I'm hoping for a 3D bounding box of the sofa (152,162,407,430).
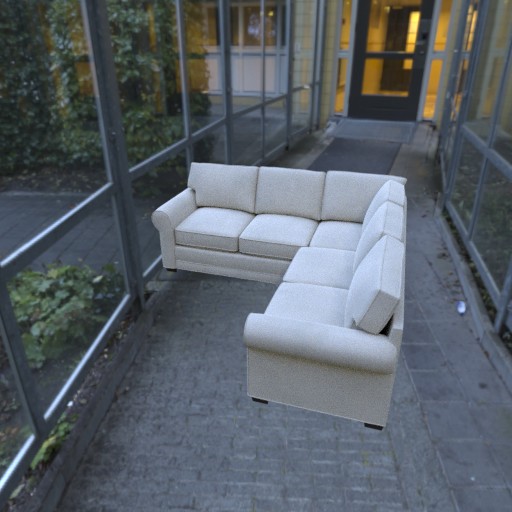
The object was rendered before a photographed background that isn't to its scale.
[{"bbox_3d":[0.000,0.000,3.951,2.487,1.054,2.569,8,27,15],"label":"sofa"}]
